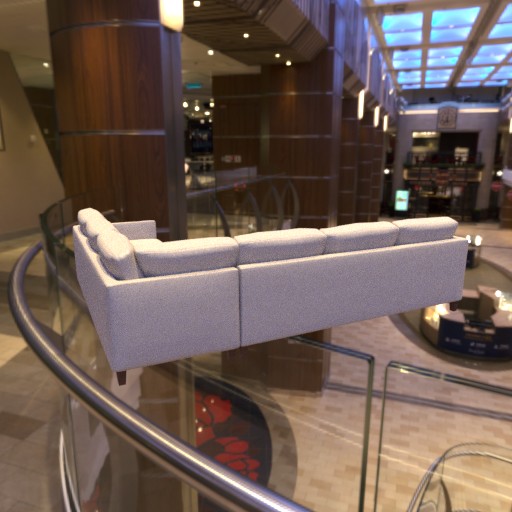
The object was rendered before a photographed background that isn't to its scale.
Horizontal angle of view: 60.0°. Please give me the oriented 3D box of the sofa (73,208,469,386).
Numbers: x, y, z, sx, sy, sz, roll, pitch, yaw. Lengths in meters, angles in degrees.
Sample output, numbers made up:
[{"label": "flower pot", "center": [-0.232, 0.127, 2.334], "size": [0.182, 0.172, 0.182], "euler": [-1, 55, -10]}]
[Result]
[{"label": "sofa", "center": [0.000, 0.000, 4.590], "size": [3.333, 0.934, 2.522], "euler": [-7, 15, -26]}]
